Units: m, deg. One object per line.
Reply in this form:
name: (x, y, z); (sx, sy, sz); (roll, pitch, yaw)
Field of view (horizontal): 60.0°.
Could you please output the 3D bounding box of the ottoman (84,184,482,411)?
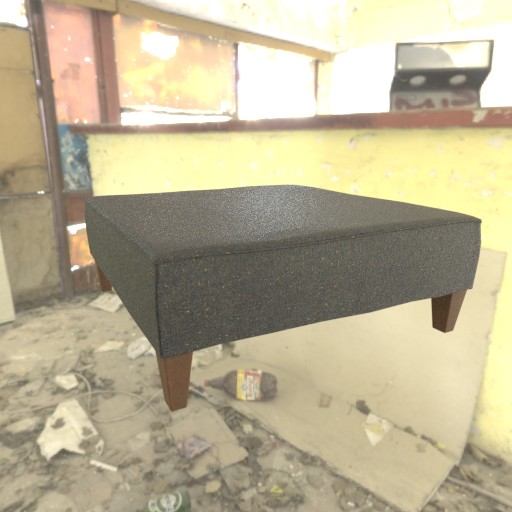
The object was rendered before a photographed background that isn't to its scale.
ottoman: (0.000, 0.000, 1.522); (0.968, 0.382, 1.004); (-8, 17, -27)
